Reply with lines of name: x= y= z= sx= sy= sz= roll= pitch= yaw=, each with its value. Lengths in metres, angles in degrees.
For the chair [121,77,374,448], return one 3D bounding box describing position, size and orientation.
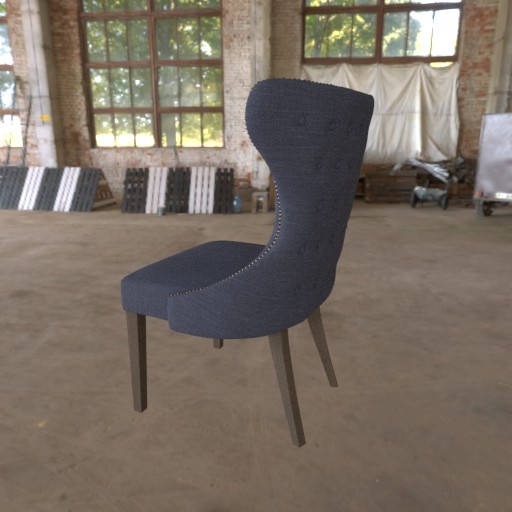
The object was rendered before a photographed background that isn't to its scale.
chair: x=0.000 y=0.000 z=1.376 sx=0.635 sy=0.967 sz=0.628 roll=7 pitch=17 yaw=25
